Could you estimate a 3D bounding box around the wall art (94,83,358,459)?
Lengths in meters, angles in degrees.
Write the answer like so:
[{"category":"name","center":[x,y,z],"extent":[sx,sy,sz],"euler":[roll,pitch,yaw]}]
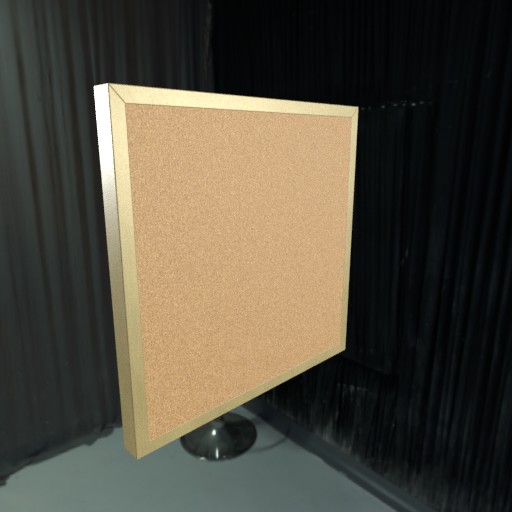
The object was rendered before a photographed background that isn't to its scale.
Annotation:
[{"category":"wall art","center":[0.000,0.000,0.756],"extent":[0.508,0.508,0.038],"euler":[-13,19,-42]}]
